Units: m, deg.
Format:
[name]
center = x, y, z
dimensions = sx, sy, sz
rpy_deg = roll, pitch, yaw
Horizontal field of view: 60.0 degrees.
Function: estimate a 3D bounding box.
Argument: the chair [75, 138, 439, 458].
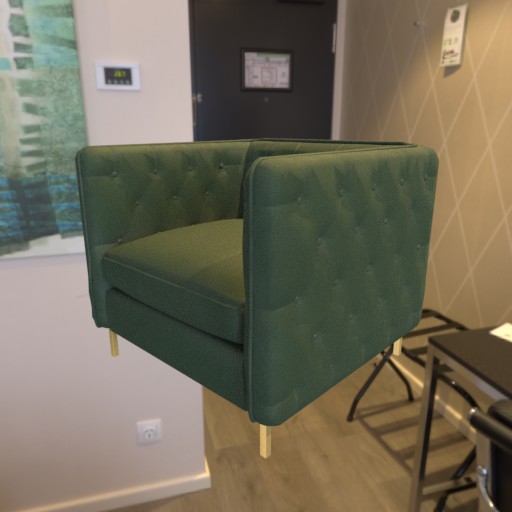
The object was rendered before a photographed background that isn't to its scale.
[chair]
center = 0.000, 0.000, 1.543
dimensions = 0.917, 0.768, 0.855
rpy_deg = 15, 22, 41
